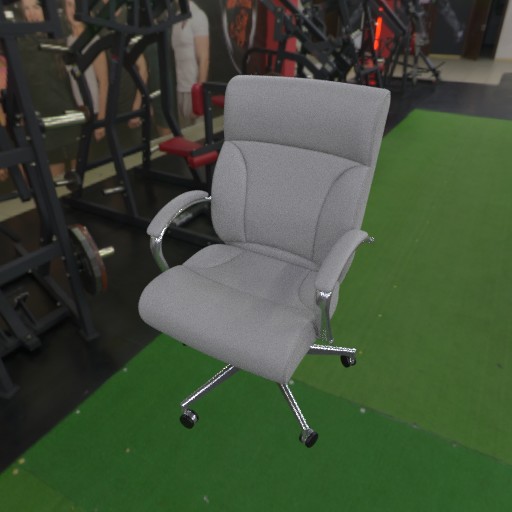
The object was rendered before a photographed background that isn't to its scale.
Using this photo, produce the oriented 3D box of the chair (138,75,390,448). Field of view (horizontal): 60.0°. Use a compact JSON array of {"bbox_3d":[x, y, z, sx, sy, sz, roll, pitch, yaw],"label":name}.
[{"bbox_3d":[0.000,0.000,1.553,0.727,1.099,0.745,17,35,27],"label":"chair"}]
